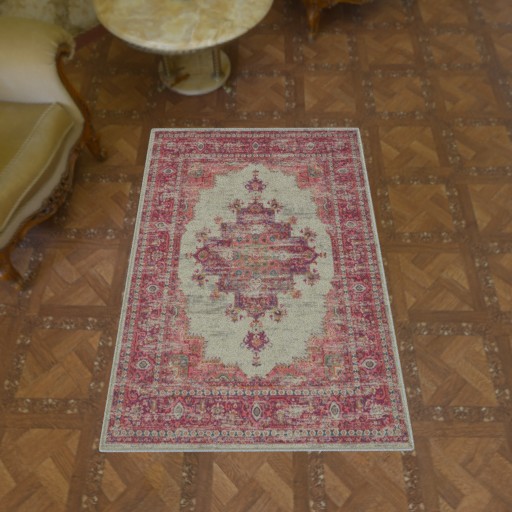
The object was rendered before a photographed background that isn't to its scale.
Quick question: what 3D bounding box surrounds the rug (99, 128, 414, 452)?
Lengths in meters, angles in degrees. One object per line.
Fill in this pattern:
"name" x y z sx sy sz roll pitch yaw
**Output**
"rug" 0.000 0.000 3.543 2.005 0.014 2.878 0 59 0
